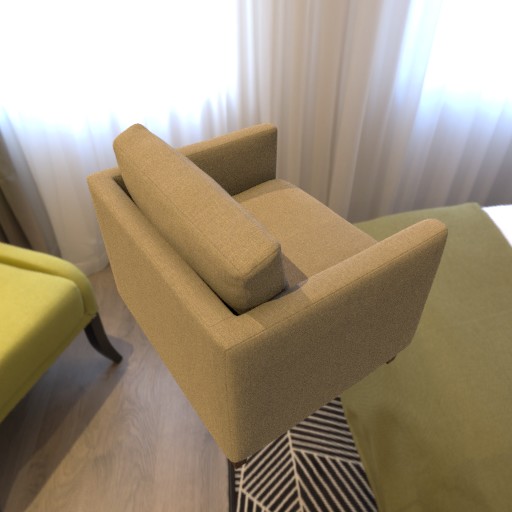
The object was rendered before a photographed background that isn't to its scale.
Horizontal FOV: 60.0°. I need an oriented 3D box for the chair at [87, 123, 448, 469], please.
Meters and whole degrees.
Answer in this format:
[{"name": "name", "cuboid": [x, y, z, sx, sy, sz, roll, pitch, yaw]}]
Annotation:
[{"name": "chair", "cuboid": [0.000, 0.000, 1.828, 0.959, 0.963, 1.107, -24, 46, -26]}]
